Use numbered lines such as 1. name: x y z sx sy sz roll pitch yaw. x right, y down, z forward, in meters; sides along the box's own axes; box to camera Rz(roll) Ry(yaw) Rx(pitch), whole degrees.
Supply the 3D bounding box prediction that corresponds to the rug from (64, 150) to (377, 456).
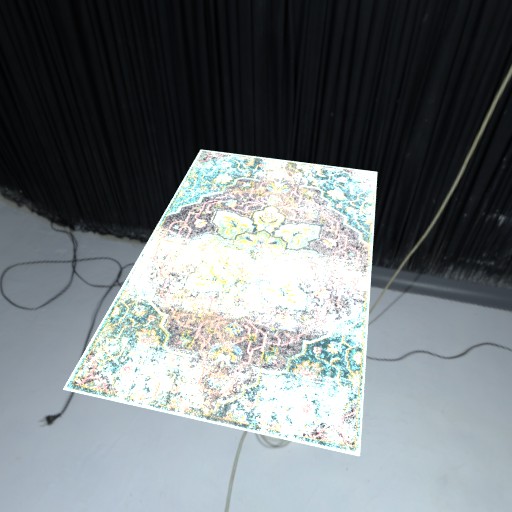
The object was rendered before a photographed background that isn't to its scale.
1. rug: 0.000 0.000 2.982 1.566 0.004 2.363 10 46 10
